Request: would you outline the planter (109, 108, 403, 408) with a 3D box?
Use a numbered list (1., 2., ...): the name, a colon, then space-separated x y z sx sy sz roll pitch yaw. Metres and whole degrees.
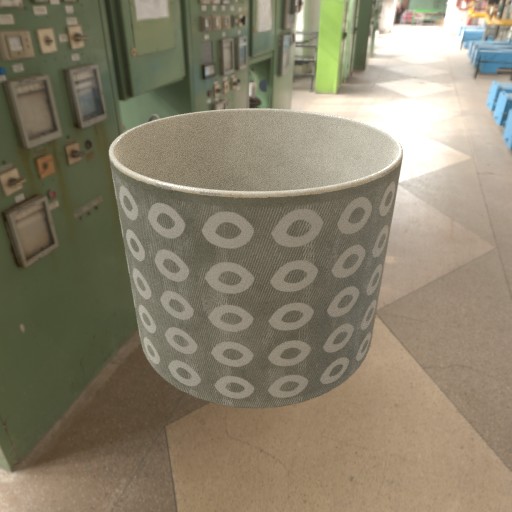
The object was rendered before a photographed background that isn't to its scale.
1. planter: 0.000 0.000 0.342 0.190 0.181 0.190 0 30 0
